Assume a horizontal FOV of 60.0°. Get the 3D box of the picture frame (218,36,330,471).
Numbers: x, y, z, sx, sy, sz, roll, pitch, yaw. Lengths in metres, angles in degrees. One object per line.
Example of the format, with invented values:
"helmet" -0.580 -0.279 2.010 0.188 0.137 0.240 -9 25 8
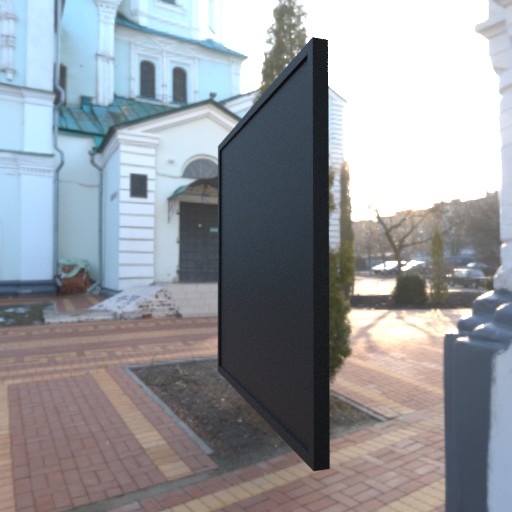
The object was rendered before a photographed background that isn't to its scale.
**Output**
"picture frame" 0.000 0.000 1.163 0.032 0.775 0.775 0 -1 -18
